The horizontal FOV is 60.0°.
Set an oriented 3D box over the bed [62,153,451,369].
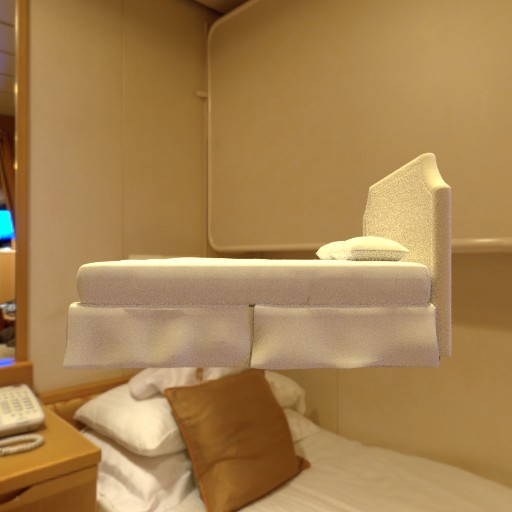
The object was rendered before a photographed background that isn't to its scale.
[{"bbox_3d":[0.000,0.000,4.222,2.773,1.590,2.350,0,0,0],"label":"bed"}]
